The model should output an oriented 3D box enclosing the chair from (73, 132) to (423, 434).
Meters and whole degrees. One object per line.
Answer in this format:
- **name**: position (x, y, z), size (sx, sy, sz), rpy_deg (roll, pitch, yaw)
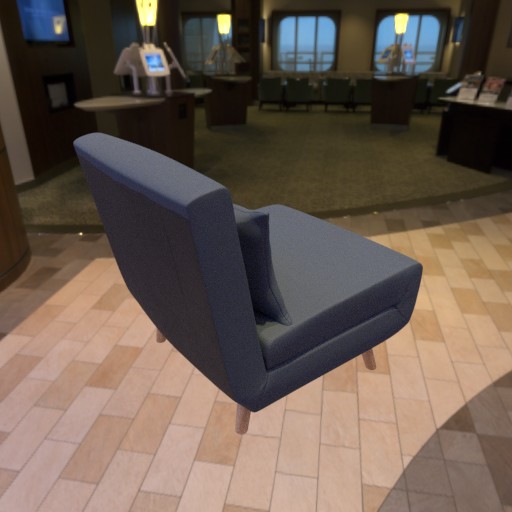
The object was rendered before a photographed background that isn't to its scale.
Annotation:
- **chair**: position (0.000, 0.000, 1.513), size (0.900, 0.808, 0.770), rpy_deg (-18, 31, -32)
